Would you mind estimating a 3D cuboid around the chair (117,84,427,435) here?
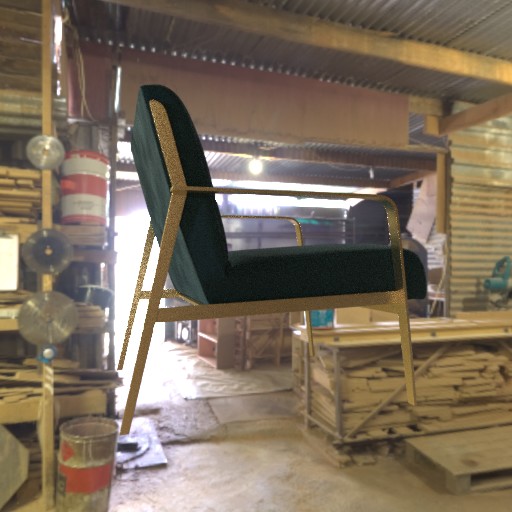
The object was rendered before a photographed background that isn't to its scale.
[{"bbox_3d":[0.000,0.000,1.444,0.859,0.831,0.692,0,0,-18],"label":"chair"}]
